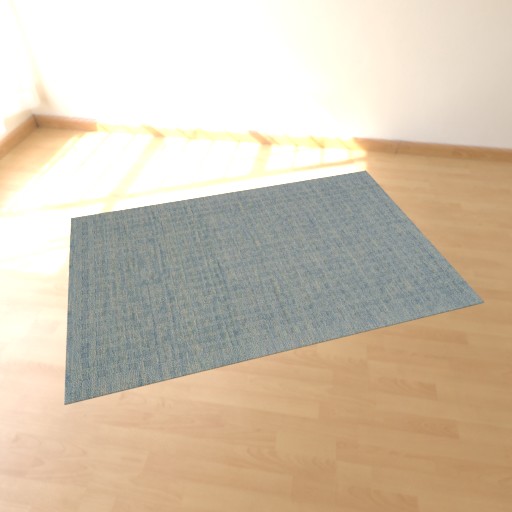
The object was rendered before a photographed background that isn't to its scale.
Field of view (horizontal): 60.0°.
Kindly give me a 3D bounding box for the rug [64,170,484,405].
[{"bbox_3d":[0.000,0.000,2.168,1.752,0.006,1.142,-11,43,-12],"label":"rug"}]
